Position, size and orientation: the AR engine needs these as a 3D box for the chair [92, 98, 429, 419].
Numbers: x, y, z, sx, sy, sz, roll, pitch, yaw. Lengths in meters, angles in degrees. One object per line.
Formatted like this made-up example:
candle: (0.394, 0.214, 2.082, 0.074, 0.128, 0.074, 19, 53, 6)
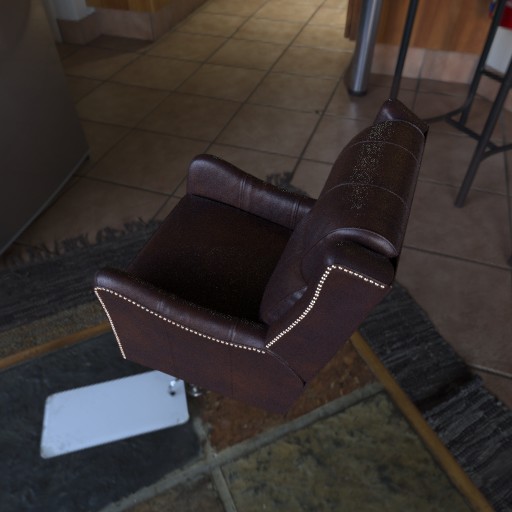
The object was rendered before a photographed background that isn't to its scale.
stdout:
chair: (0.000, 0.000, 1.774, 1.008, 1.084, 0.869, 16, 48, 15)
